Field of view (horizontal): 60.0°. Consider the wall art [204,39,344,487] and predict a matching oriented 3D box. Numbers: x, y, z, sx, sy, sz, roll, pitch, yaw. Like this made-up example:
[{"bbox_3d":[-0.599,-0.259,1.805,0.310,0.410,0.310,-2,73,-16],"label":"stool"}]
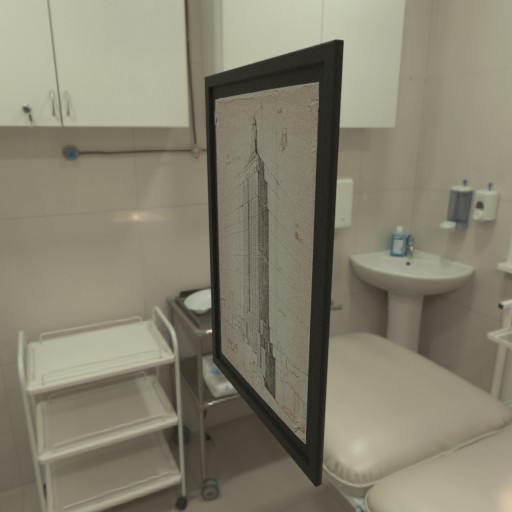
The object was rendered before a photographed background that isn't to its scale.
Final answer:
[{"bbox_3d":[0.000,0.000,0.822,0.012,0.661,0.451,-8,18,-26],"label":"wall art"}]
